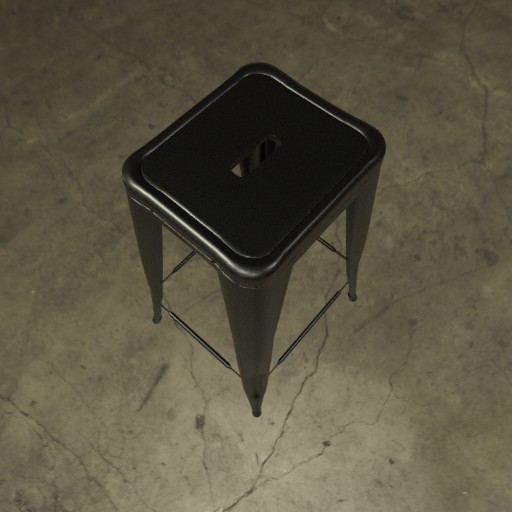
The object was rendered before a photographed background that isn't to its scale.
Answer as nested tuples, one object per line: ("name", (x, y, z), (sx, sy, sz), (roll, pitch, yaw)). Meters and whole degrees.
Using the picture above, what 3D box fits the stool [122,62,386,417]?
("stool", (0.000, 0.000, 0.858), (0.359, 0.609, 0.399), (38, 70, 17))
